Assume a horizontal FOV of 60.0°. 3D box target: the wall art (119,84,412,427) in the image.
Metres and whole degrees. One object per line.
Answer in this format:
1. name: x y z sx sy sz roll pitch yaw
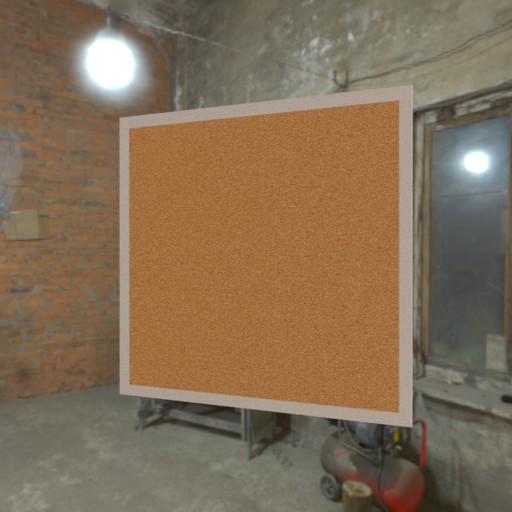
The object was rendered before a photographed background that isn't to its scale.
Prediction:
1. wall art: 0.000 0.000 0.459 0.305 0.305 0.038 0 0 18
